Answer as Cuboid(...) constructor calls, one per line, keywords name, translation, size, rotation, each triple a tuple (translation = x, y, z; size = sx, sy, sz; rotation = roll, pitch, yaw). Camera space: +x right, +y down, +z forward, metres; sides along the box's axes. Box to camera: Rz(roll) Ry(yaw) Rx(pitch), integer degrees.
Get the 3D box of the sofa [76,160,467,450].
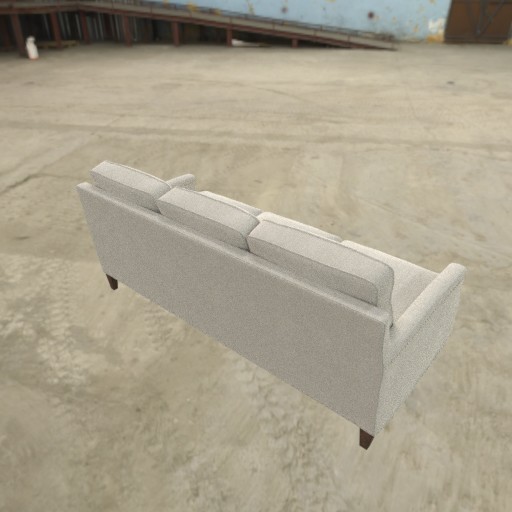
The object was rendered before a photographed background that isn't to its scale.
Cuboid(name="sofa", translation=(0.000, 0.000, 2.782), size=(2.246, 1.003, 1.084), rotation=(23, 38, 34))
